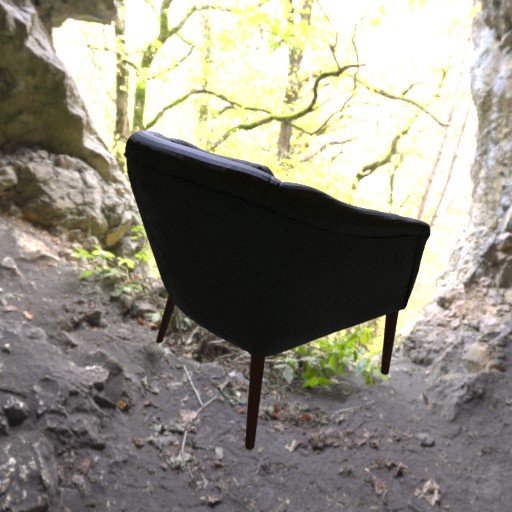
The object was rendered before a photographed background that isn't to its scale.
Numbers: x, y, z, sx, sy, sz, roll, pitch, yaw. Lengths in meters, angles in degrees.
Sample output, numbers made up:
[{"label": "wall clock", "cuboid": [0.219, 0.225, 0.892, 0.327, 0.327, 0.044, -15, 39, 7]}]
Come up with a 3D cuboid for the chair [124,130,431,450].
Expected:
[{"label": "chair", "cuboid": [0.000, 0.000, 1.519, 0.776, 0.885, 0.851, -18, 32, -32]}]
